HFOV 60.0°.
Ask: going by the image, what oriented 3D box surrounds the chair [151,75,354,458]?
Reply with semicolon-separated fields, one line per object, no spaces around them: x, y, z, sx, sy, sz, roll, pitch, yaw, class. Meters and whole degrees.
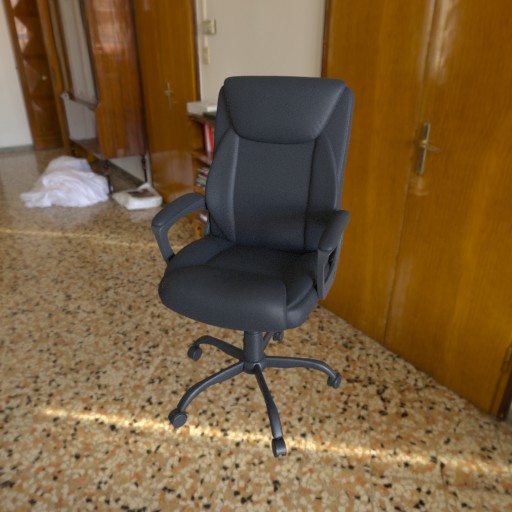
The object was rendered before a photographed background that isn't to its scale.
0.000;0.000;1.463;0.615;1.072;0.655;9;27;18;chair
